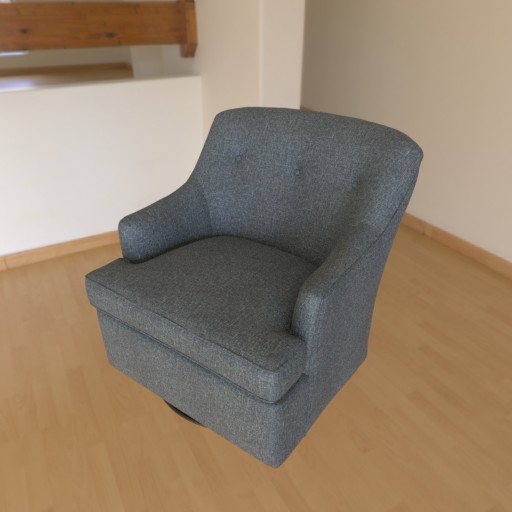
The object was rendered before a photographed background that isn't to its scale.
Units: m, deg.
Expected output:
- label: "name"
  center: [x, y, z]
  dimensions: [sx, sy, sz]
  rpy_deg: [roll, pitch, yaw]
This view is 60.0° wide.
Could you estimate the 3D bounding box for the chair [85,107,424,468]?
- label: "chair"
  center: [0.000, 0.000, 1.580]
  dimensions: [0.864, 0.856, 0.923]
  rpy_deg: [20, 35, 30]
